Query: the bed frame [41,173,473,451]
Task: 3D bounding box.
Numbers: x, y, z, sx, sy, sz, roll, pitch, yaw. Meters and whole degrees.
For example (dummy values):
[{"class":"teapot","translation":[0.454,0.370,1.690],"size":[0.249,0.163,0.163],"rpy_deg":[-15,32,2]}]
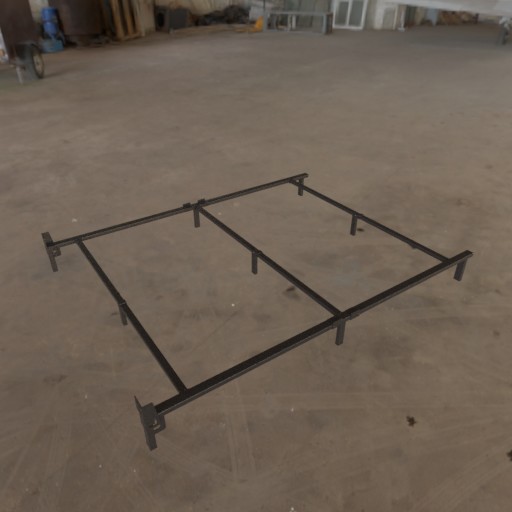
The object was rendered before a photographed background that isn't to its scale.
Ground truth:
[{"class":"bed frame","translation":[0.000,0.000,2.589],"size":[1.990,0.248,1.498],"rpy_deg":[-20,37,-29]}]
